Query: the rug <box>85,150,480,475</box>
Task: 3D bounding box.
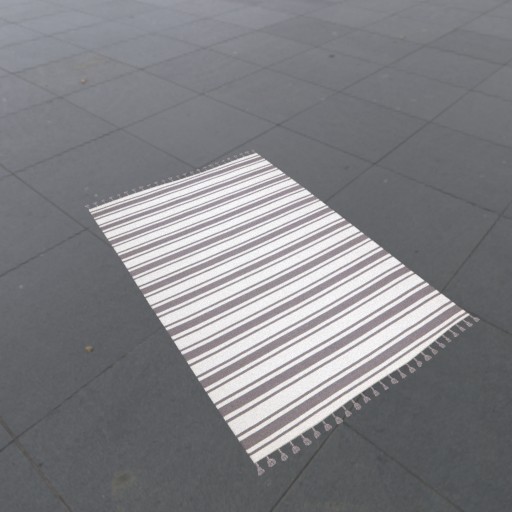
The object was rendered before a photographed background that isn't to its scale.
[{"bbox_3d":[0.000,0.000,2.993,1.563,0.014,2.425,-24,48,-24],"label":"rug"}]
